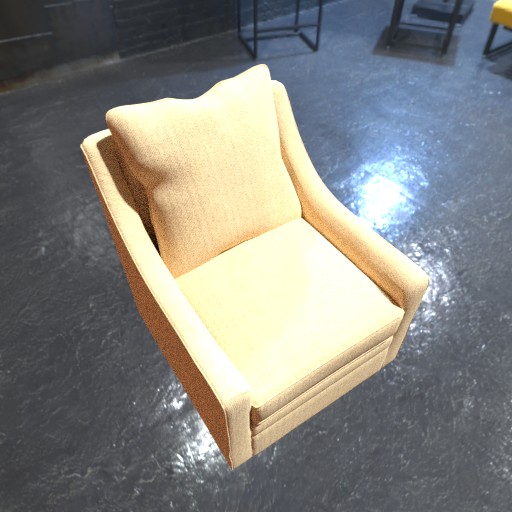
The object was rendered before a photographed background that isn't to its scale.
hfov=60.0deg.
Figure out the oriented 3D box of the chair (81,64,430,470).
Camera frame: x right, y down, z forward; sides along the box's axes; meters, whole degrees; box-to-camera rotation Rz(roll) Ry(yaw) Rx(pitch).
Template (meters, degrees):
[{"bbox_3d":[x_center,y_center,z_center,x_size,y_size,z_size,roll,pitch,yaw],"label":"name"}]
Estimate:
[{"bbox_3d":[0.000,0.000,1.514,0.760,0.927,0.876,-26,52,-22],"label":"chair"}]
